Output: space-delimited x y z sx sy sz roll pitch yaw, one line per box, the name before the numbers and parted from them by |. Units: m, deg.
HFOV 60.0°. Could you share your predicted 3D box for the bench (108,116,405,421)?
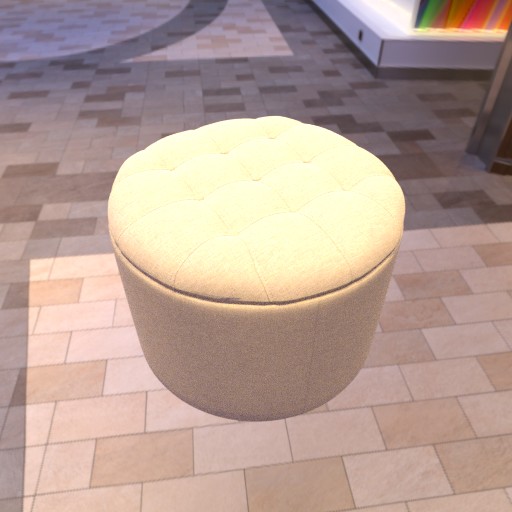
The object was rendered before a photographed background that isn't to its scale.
bench | 0.000 0.000 1.023 0.600 0.454 0.600 0 42 0
